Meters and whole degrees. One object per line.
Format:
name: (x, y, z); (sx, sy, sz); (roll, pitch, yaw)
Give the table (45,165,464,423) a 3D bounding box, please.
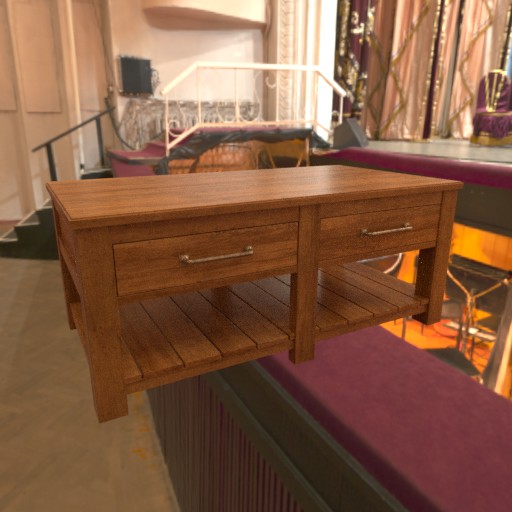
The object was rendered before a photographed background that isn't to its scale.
table: (0.000, 0.000, 1.445); (1.150, 0.480, 0.635); (-9, 19, -27)
